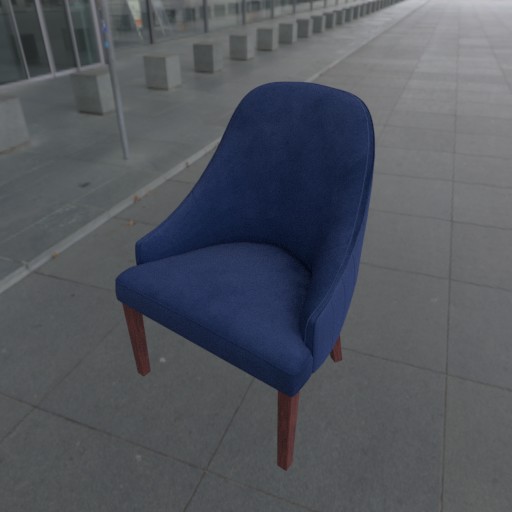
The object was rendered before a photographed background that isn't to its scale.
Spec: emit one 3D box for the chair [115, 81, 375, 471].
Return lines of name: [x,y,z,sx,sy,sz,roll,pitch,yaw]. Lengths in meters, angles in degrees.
chair: [0.000,0.000,1.307,0.643,0.889,0.575,21,38,30]
